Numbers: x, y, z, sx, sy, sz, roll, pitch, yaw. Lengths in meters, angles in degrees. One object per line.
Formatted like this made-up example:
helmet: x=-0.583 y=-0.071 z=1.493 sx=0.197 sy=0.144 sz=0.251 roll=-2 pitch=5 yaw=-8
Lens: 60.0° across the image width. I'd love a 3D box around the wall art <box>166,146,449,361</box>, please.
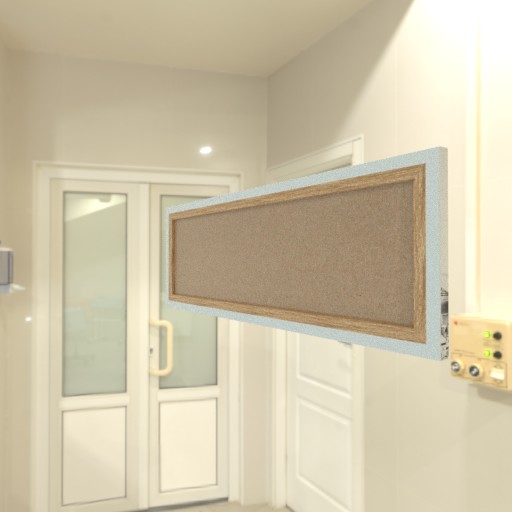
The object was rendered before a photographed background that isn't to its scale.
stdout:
wall art: x=0.000 y=0.000 z=1.668 sx=0.039 sy=0.507 sz=1.520 roll=0 pitch=-1 yaw=-36
